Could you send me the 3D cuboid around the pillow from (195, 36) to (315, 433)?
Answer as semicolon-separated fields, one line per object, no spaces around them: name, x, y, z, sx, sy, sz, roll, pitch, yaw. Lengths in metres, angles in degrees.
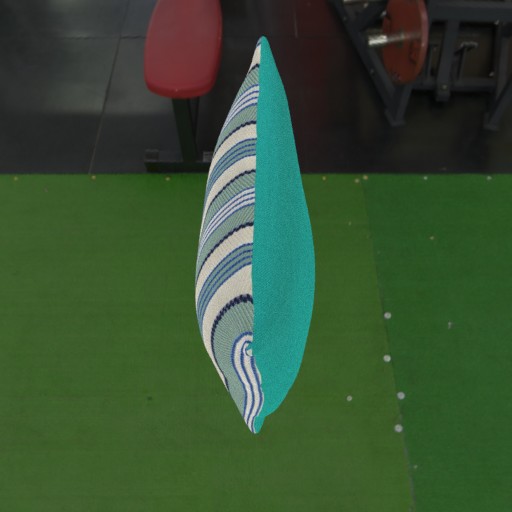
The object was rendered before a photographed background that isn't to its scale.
pillow;0.000;0.000;0.667;0.182;0.441;0.440;2;60;1
